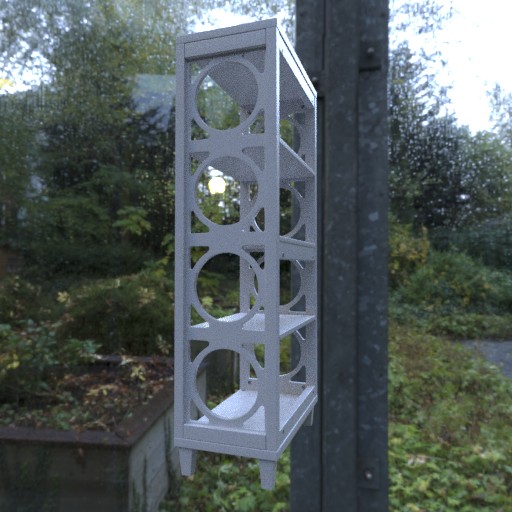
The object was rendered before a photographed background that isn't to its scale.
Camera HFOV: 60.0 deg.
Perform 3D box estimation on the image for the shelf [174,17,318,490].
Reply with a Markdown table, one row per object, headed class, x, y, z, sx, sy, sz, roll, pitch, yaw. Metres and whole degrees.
| class | x | y | z | sx | sy | sz | roll | pitch | yaw |
| --- | --- | --- | --- | --- | --- | --- | --- | --- | --- |
| shelf | 0.000 | 0.000 | 1.649 | 0.340 | 1.411 | 0.611 | 0 | -1 | 19 |
